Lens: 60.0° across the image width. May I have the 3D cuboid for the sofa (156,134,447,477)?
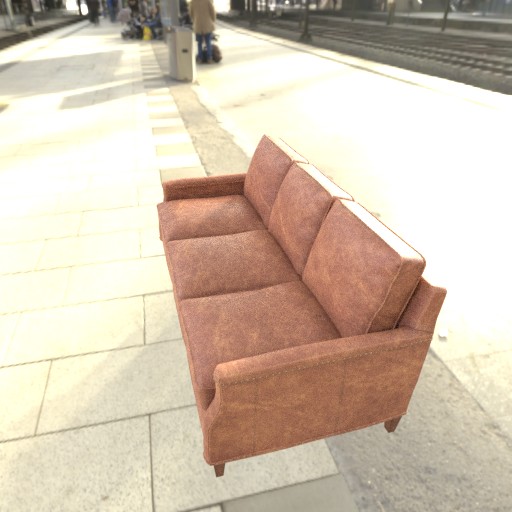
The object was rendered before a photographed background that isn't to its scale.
[{"bbox_3d":[0.000,0.000,2.794,1.084,1.003,2.246,-8,31,-14],"label":"sofa"}]
